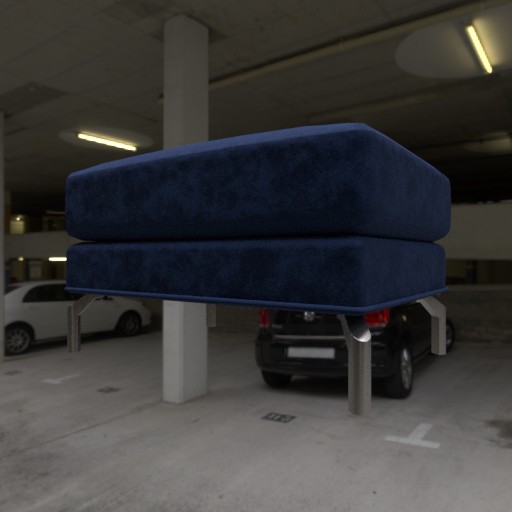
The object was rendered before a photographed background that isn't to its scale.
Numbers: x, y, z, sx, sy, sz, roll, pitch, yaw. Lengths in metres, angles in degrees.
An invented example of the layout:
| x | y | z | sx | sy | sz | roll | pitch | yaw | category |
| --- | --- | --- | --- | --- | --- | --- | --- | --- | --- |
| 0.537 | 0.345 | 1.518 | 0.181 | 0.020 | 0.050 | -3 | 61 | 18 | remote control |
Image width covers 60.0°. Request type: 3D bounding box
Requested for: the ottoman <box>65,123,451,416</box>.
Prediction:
| x | y | z | sx | sy | sz | roll | pitch | yaw | category |
| --- | --- | --- | --- | --- | --- | --- | --- | --- | --- |
| 0.000 | 0.000 | 1.145 | 0.835 | 0.498 | 0.587 | 0 | 0 | 35 | ottoman |
